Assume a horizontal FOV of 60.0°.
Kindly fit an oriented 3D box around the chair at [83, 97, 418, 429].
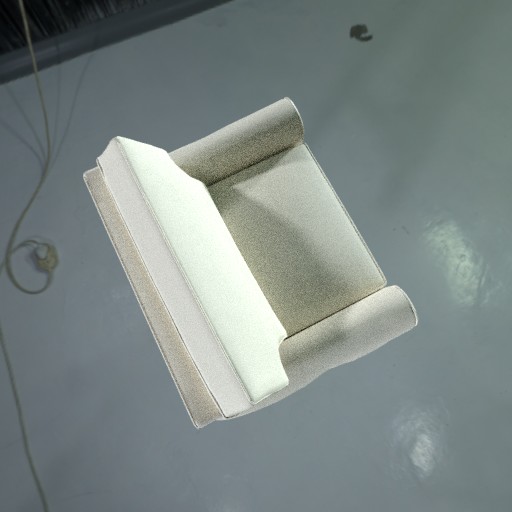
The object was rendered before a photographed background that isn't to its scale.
[{"bbox_3d":[0.000,0.000,1.827,0.904,0.958,1.099,-26,78,-6],"label":"chair"}]
